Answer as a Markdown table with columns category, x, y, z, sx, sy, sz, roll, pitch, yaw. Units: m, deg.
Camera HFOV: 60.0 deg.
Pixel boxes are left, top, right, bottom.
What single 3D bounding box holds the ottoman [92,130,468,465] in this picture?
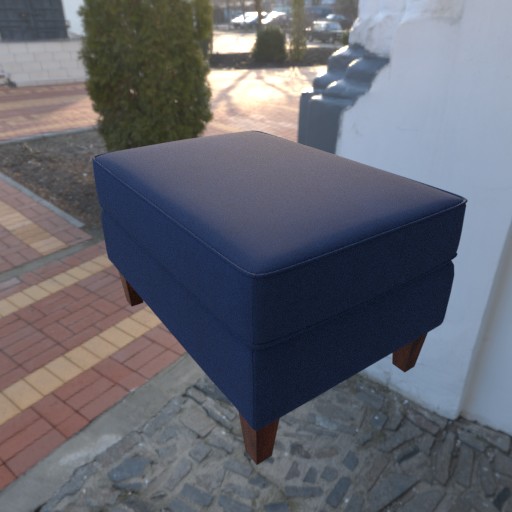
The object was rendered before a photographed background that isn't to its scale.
| category | x | y | z | sx | sy | sz | roll | pitch | yaw |
| --- | --- | --- | --- | --- | --- | --- | --- | --- | --- |
| ottoman | 0.000 | 0.000 | 1.388 | 0.686 | 0.584 | 0.965 | -18 | 33 | -30 |
